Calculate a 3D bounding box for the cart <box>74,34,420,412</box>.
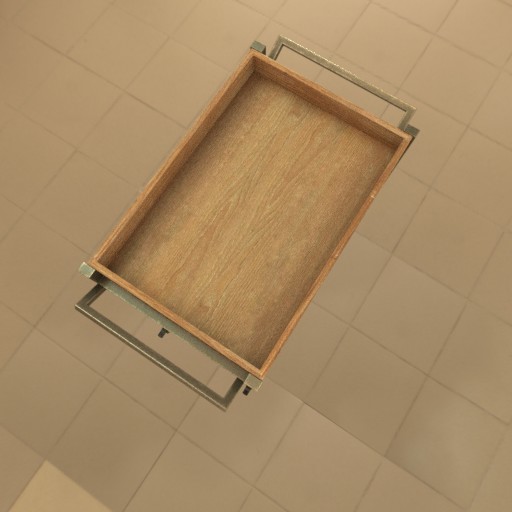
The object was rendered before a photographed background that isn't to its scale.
[{"bbox_3d":[0.000,0.000,1.198,0.377,0.835,0.673,32,78,8],"label":"cart"}]
